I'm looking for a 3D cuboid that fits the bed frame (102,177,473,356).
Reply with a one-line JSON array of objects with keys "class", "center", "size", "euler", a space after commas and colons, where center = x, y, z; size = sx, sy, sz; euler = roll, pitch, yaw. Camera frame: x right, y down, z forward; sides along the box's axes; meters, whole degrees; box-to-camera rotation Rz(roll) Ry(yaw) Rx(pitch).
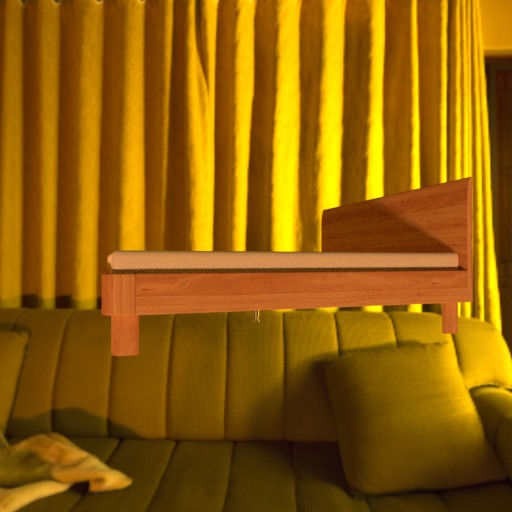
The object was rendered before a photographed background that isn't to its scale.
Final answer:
[{"class": "bed frame", "center": [0.000, 0.000, 3.189], "size": [2.092, 0.940, 1.872], "euler": [0, -1, -19]}]
